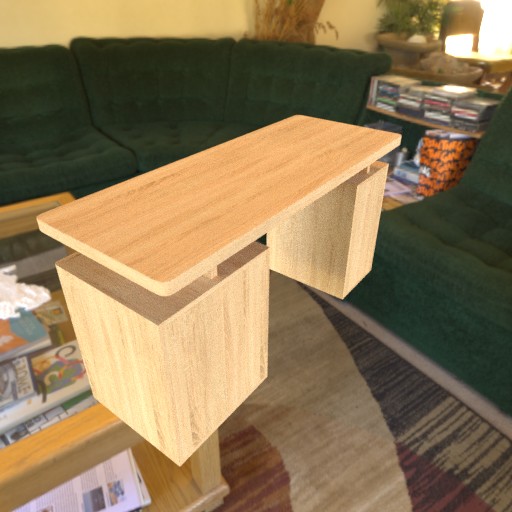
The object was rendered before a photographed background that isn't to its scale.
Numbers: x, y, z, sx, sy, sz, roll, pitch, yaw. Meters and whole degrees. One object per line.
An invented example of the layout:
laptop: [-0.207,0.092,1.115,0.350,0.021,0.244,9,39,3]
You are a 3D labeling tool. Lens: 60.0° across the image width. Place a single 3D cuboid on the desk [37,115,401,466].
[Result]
desk: [0.000,0.000,1.808,0.550,0.760,1.400,22,39,31]
